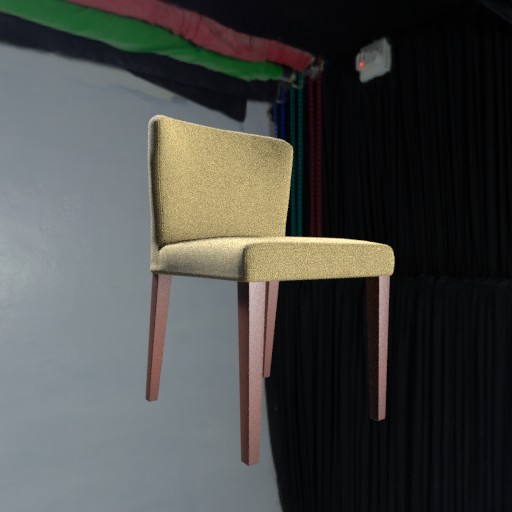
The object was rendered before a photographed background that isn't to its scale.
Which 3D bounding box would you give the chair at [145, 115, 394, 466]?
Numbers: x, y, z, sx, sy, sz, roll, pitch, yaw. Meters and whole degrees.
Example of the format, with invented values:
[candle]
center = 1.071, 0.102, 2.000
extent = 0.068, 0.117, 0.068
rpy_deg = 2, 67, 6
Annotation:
[chair]
center = 0.000, 0.000, 1.228
extent = 0.491, 0.839, 0.589
rpy_deg = 0, 0, -37
